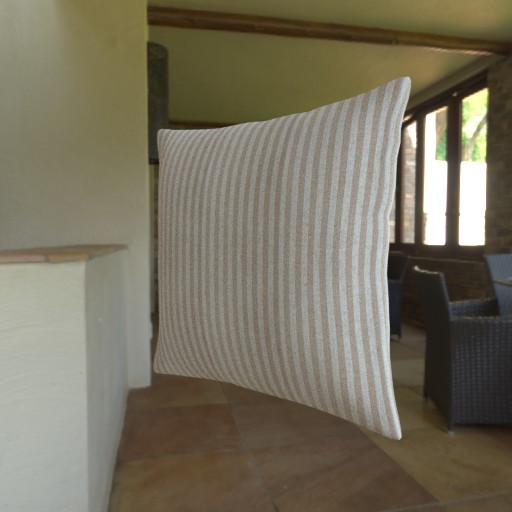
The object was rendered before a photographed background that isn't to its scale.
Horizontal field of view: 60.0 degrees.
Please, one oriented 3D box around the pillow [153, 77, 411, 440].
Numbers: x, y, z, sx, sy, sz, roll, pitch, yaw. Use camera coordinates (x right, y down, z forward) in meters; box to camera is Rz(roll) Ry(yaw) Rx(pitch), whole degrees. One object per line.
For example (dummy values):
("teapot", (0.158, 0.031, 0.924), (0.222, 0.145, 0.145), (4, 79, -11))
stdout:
("pillow", (0.000, 0.000, 0.774), (0.523, 0.510, 0.166), (2, 3, 36))
